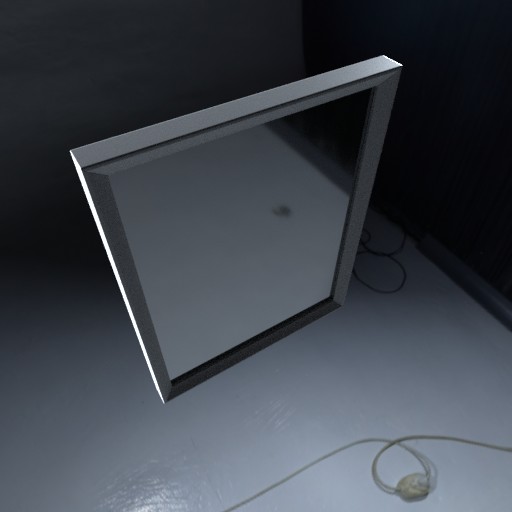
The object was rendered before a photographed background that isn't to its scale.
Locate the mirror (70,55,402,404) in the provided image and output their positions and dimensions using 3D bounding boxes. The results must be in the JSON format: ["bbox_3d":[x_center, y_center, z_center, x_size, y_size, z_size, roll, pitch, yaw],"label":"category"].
[{"bbox_3d":[0.000,0.000,0.681,0.406,0.509,0.041,-24,52,-21],"label":"mirror"}]
